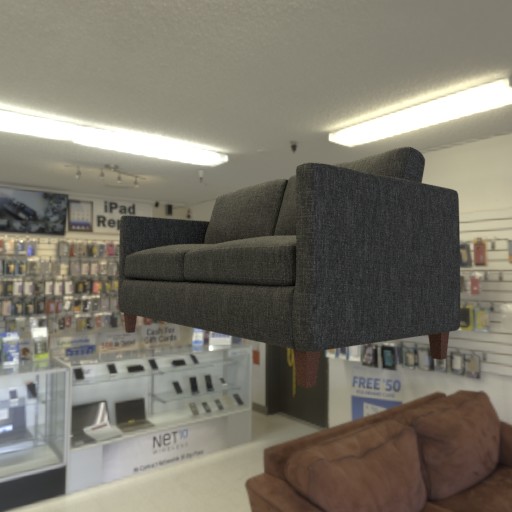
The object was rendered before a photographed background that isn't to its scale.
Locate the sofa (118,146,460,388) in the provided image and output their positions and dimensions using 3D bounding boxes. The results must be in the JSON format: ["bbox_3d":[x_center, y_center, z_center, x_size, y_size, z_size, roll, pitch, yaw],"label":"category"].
[{"bbox_3d":[0.000,0.000,2.470,0.950,0.963,1.884,1,-2,-36],"label":"sofa"}]
